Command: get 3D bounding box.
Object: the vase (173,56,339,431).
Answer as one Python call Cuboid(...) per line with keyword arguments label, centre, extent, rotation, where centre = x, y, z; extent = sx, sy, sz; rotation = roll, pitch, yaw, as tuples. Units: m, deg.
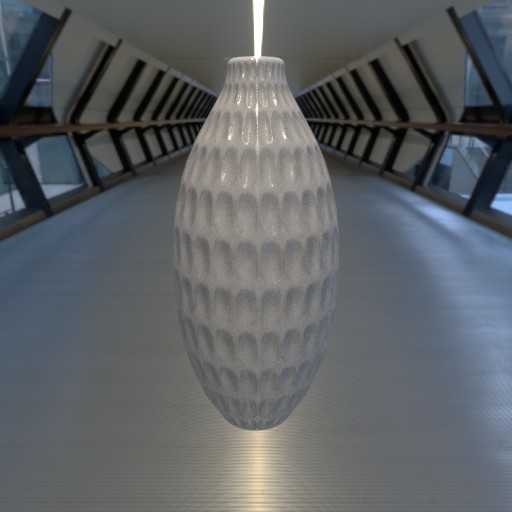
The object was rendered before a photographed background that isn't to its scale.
Cuboid(label="vase", centre=(0.000, 0.000, 0.346), extent=(0.127, 0.282, 0.127), rotation=(0, 18, 0))
